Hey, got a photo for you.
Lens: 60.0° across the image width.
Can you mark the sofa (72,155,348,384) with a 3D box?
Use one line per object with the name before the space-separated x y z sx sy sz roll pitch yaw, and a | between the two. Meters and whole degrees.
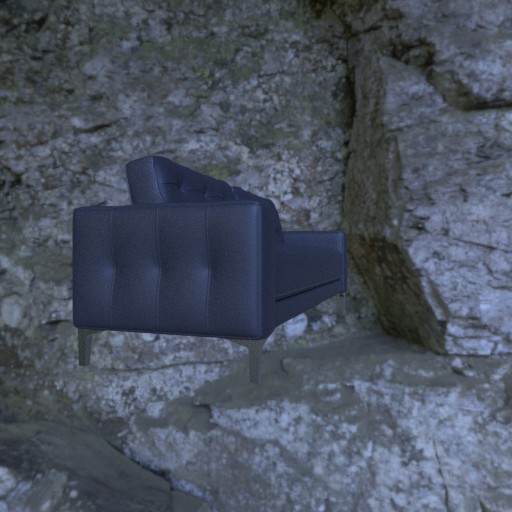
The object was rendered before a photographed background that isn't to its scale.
sofa | 0.000 0.000 2.714 0.833 0.893 2.275 0 0 19
